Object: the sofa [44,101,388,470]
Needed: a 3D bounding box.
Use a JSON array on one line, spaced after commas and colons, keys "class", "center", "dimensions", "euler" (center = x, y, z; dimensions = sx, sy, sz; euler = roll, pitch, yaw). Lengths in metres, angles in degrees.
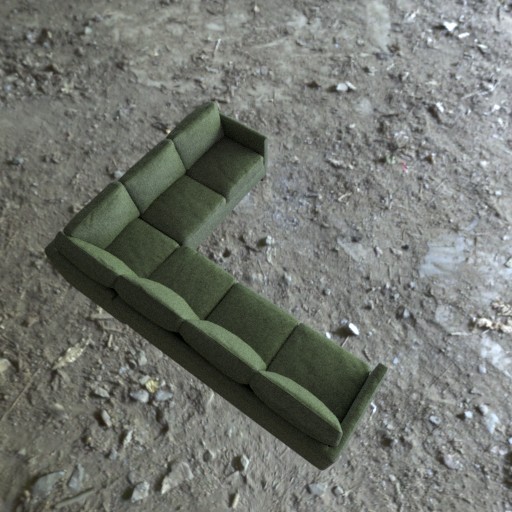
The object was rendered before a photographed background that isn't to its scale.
[{"class": "sofa", "center": [0.000, 0.000, 4.545], "dimensions": [3.302, 0.947, 2.593], "euler": [31, 64, 18]}]
